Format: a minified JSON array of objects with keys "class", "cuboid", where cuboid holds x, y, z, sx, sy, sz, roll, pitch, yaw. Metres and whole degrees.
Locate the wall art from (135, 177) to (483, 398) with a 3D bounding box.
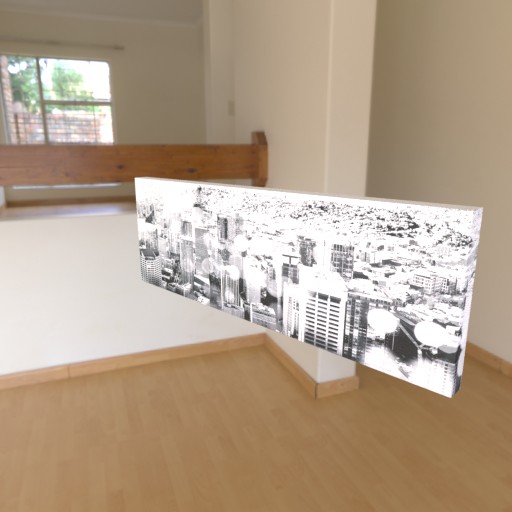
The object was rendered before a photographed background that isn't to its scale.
[{"class":"wall art","cuboid":[0.000,0.000,0.835,0.763,0.255,0.038,13,19,42]}]
